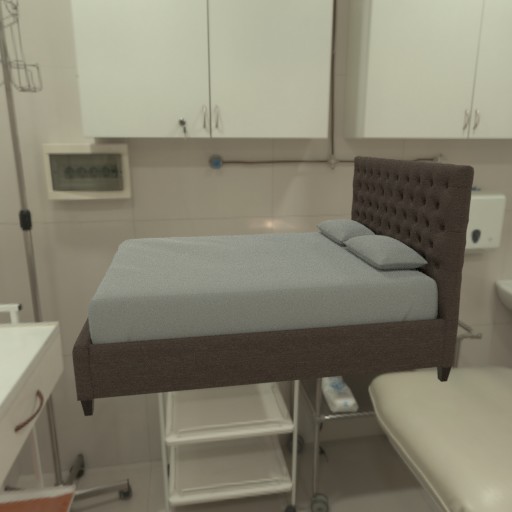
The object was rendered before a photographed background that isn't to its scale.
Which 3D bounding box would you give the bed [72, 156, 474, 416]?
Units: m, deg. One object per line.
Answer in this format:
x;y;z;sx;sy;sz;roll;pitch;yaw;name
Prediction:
0.000;0.000;3.389;2.387;1.427;1.698;-2;15;-9;bed
